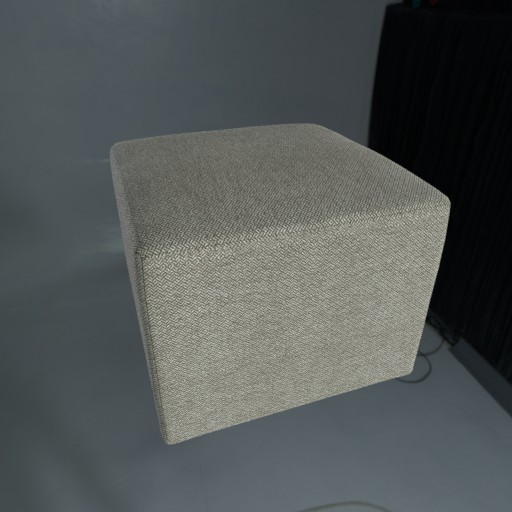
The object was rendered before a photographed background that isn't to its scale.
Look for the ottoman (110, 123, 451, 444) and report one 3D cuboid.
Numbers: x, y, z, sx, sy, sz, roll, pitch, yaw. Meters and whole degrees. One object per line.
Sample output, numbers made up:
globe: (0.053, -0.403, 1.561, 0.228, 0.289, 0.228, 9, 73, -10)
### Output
ottoman: (0.000, 0.000, 0.940, 0.519, 0.453, 0.512, -10, 33, -17)
